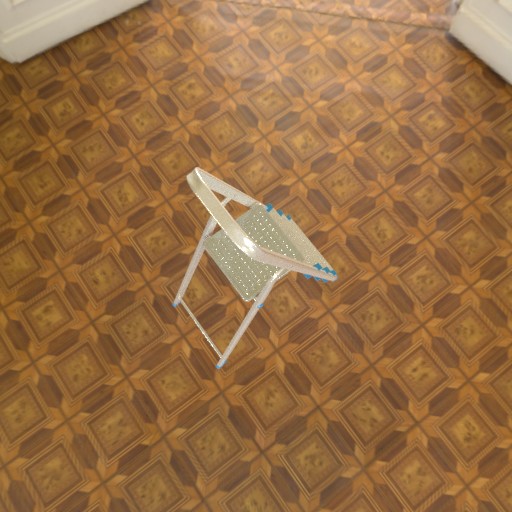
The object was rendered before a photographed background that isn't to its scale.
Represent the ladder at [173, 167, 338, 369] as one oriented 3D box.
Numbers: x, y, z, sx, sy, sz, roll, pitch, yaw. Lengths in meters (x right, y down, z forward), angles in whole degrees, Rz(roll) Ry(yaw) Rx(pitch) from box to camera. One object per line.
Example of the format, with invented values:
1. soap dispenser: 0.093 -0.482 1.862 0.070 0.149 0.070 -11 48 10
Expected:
1. ladder: 0.000 0.000 1.813 0.842 1.434 0.445 -36 77 -9
